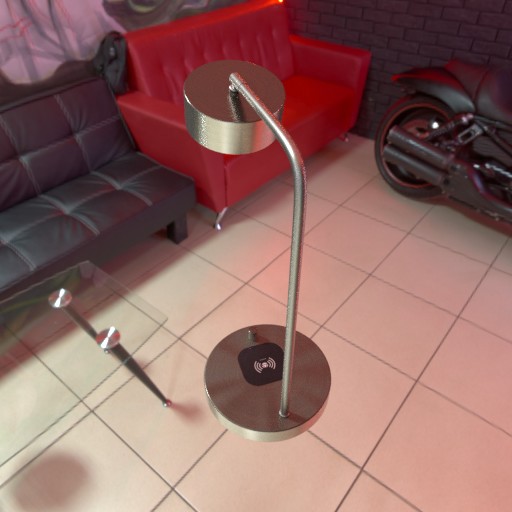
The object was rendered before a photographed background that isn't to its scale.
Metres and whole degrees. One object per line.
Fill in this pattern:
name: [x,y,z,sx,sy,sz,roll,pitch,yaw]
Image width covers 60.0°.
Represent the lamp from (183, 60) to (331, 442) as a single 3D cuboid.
lamp: [0.000,0.000,0.651,0.211,0.469,0.334,-12,41,-14]
